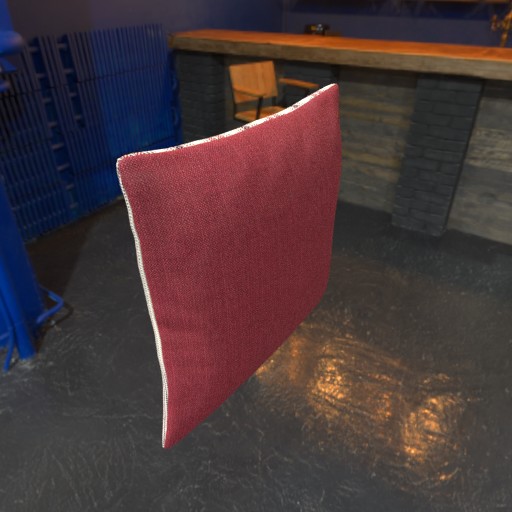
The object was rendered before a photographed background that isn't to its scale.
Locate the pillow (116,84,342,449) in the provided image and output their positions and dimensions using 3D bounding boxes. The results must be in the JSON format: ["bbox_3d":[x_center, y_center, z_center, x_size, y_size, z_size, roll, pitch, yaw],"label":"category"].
[{"bbox_3d":[0.000,0.000,0.771,0.166,0.497,0.513,20,37,30],"label":"pillow"}]
